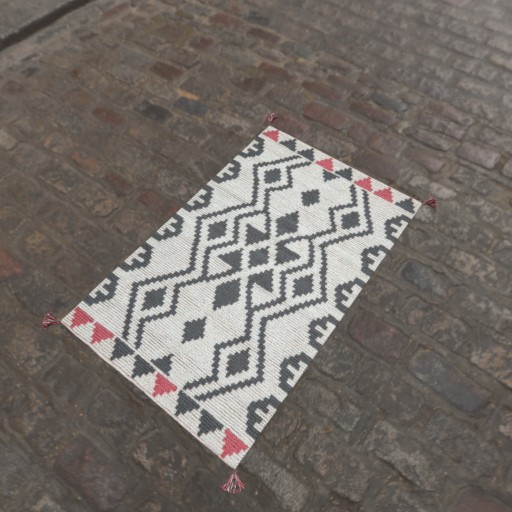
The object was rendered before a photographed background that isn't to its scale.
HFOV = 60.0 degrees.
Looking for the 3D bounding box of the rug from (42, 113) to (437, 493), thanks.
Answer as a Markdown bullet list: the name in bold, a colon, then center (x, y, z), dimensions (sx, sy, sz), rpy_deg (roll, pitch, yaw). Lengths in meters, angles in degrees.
- **rug**: center (0.000, 0.000, 3.280), dimensions (1.741, 0.066, 2.672), rpy_deg (33, 63, 19)
